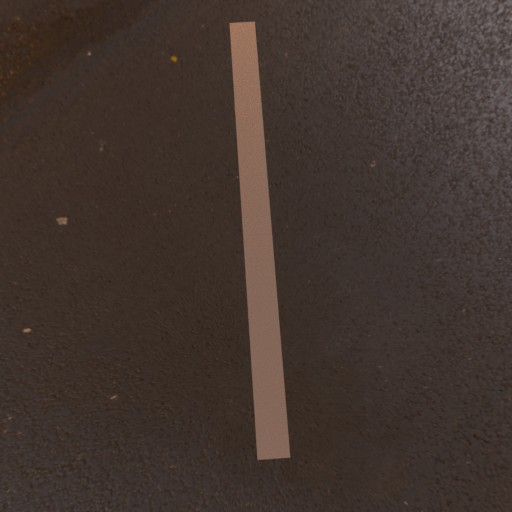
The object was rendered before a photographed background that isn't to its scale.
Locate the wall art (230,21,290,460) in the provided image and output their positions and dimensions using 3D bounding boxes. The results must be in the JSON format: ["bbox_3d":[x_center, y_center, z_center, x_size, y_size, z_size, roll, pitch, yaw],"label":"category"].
[{"bbox_3d":[0.000,0.000,1.414,0.066,0.801,1.056,-4,75,-1],"label":"wall art"}]
